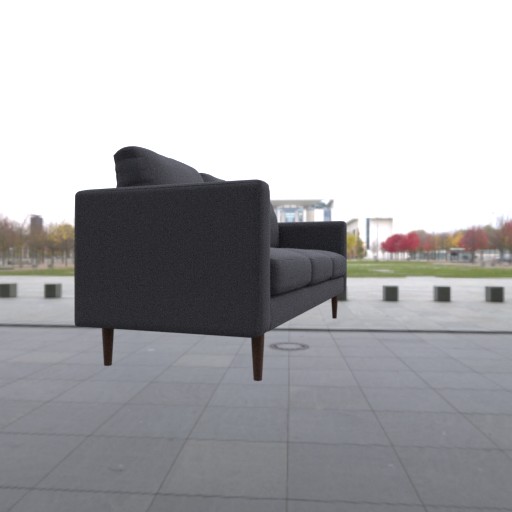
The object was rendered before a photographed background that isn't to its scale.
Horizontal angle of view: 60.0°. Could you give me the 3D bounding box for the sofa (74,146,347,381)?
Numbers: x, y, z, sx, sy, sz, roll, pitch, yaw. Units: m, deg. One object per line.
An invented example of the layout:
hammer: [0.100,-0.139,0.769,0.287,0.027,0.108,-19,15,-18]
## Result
sofa: [0.000,0.000,2.537,0.802,0.912,2.029,0,0,19]
